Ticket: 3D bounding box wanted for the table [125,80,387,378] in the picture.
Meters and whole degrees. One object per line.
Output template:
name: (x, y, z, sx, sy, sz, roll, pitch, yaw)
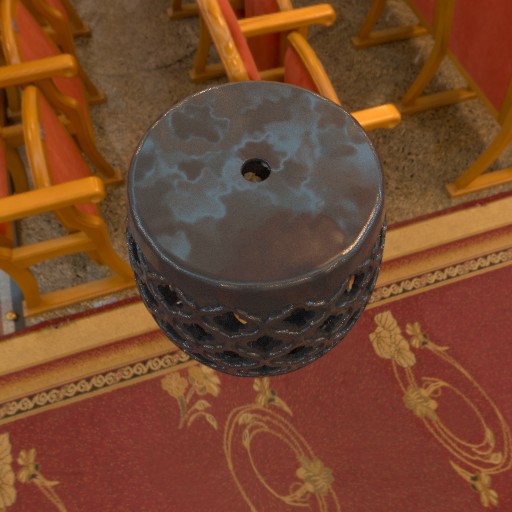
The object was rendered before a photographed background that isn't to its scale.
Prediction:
table: (0.000, 0.000, 0.617, 0.325, 0.388, 0.325, 0, 64, 0)
